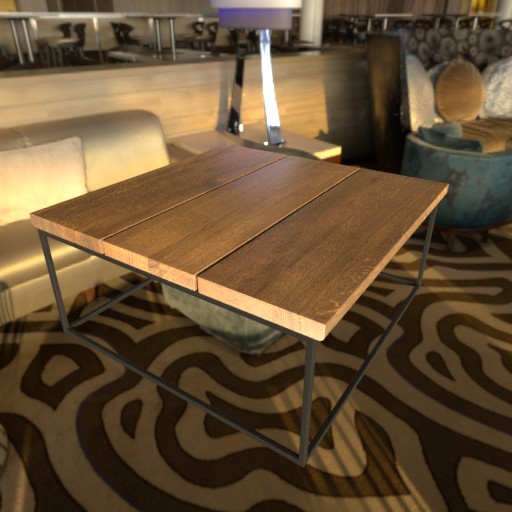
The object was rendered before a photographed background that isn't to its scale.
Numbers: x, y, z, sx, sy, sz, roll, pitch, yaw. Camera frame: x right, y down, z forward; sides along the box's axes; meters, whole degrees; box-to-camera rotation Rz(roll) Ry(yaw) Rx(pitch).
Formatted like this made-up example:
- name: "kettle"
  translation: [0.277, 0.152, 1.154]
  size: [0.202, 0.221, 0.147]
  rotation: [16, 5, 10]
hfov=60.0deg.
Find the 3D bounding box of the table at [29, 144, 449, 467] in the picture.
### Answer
- name: "table"
  translation: [0.000, 0.000, 1.423]
  size: [0.900, 0.400, 0.900]
  rotation: [18, 33, 29]
